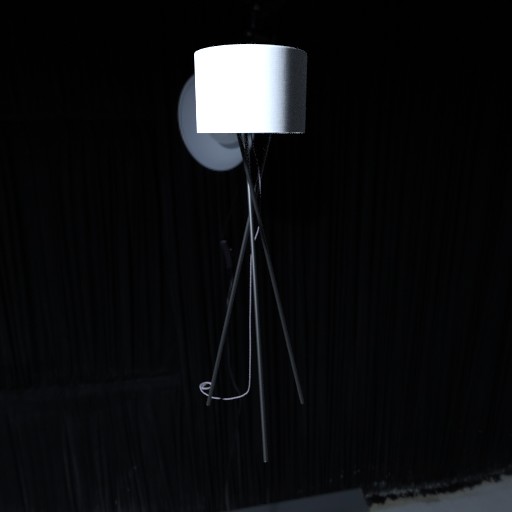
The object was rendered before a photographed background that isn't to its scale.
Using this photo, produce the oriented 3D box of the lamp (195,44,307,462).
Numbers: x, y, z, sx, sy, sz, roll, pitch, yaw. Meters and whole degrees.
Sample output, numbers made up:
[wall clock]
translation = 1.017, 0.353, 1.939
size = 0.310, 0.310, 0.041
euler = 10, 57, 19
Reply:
[lamp]
translation = 0.000, 0.000, 1.962
size = 0.522, 1.624, 0.667
euler = -3, 16, -9
